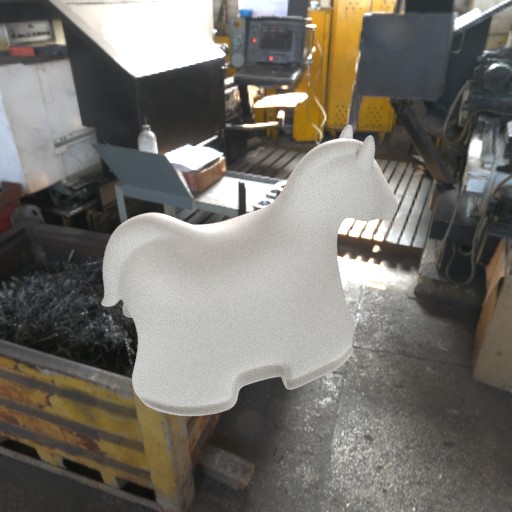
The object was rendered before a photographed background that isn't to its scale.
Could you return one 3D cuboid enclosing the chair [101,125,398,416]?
[{"bbox_3d":[0.000,0.000,1.165,0.800,0.612,0.429,-10,32,-16],"label":"chair"}]
